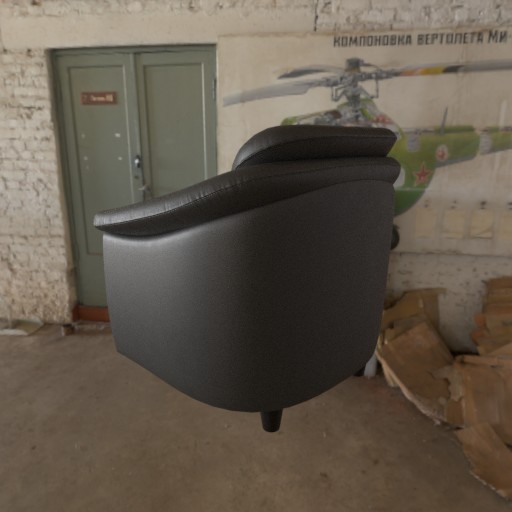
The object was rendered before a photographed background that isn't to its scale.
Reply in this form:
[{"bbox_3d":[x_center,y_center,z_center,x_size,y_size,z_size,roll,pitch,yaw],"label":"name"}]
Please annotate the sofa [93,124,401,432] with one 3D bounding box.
[{"bbox_3d":[0.000,0.000,1.474,0.870,0.811,0.794,-14,20,-43],"label":"sofa"}]
